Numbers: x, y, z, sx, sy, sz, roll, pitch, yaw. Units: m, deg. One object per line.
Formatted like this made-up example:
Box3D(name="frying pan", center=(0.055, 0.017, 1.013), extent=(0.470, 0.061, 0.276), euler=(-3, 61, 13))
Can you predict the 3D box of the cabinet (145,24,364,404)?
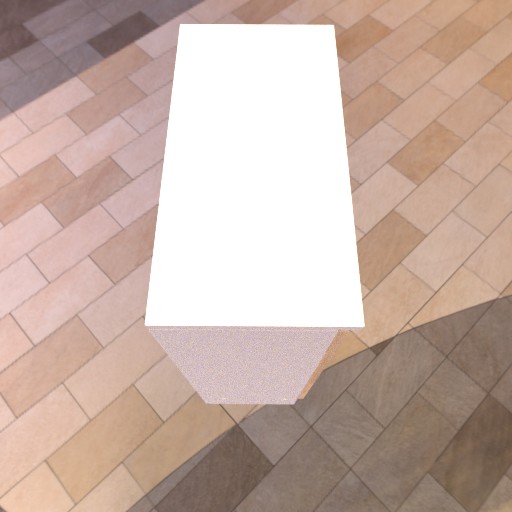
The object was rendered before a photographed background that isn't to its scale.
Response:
Box3D(name="cabinet", center=(0.000, 0.000, 1.092), extent=(0.296, 0.815, 0.600), euler=(0, 64, 0))
